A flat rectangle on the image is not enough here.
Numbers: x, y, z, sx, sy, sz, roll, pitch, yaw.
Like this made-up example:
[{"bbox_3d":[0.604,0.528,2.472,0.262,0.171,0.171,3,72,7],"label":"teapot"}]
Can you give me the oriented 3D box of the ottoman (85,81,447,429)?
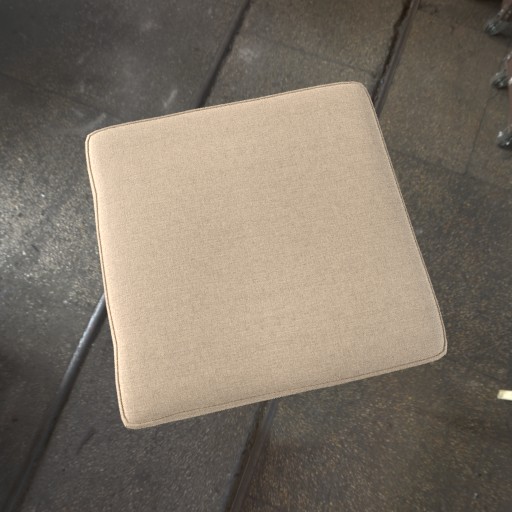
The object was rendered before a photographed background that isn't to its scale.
[{"bbox_3d":[0.000,0.000,1.360,0.838,0.503,0.838,-12,76,-3],"label":"ottoman"}]
